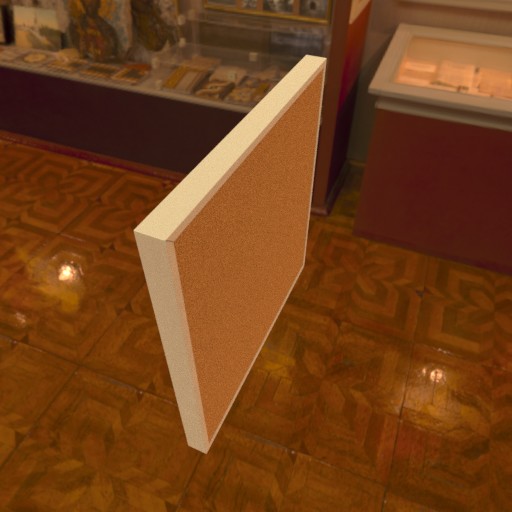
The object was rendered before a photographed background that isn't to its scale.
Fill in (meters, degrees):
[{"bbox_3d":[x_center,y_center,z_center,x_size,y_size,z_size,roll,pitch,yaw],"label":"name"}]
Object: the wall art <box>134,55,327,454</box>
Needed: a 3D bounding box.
[{"bbox_3d":[0.000,0.000,0.774,0.037,0.508,0.508,17,47,17],"label":"wall art"}]
